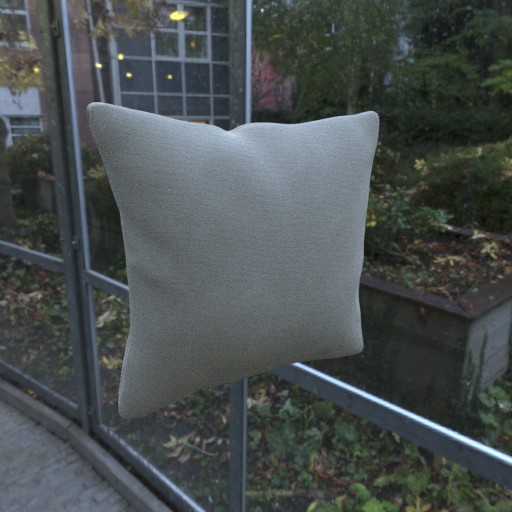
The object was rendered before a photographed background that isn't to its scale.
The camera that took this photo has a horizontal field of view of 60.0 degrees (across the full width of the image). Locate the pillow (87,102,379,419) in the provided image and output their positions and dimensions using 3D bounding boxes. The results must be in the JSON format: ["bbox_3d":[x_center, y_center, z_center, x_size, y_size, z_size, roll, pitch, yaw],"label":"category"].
[{"bbox_3d":[0.000,0.000,0.658,0.437,0.420,0.162,-8,17,-27],"label":"pillow"}]
